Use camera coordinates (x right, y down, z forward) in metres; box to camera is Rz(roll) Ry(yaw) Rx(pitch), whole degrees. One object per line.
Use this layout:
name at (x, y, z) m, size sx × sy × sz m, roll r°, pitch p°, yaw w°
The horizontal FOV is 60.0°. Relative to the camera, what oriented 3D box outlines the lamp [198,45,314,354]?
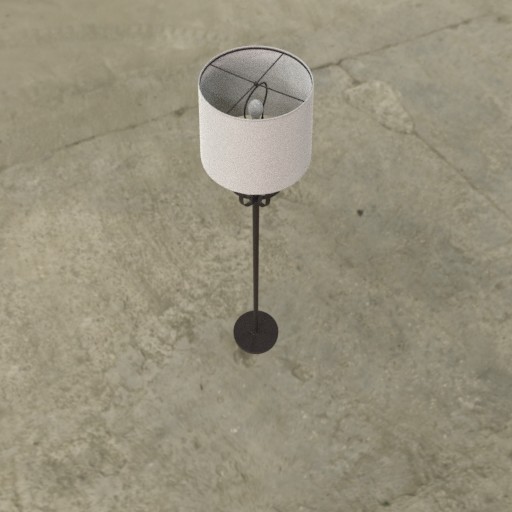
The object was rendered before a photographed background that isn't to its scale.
lamp at (0.000, 0.000, 1.589) m, size 0.286 × 1.462 × 0.286 m, roll 1°, pitch 58°, yaw 1°
